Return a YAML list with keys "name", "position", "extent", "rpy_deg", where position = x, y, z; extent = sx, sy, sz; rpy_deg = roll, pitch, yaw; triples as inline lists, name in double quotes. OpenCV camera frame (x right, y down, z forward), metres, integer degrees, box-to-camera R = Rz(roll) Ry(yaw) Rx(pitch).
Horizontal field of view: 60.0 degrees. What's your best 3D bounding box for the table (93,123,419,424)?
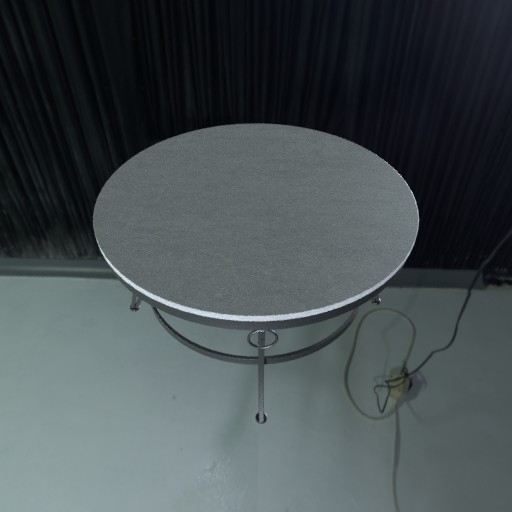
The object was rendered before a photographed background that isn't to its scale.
- name: "table"
  position: [0.000, 0.000, 1.412]
  extent: [0.889, 0.470, 0.889]
  rpy_deg: [0, 42, 0]
